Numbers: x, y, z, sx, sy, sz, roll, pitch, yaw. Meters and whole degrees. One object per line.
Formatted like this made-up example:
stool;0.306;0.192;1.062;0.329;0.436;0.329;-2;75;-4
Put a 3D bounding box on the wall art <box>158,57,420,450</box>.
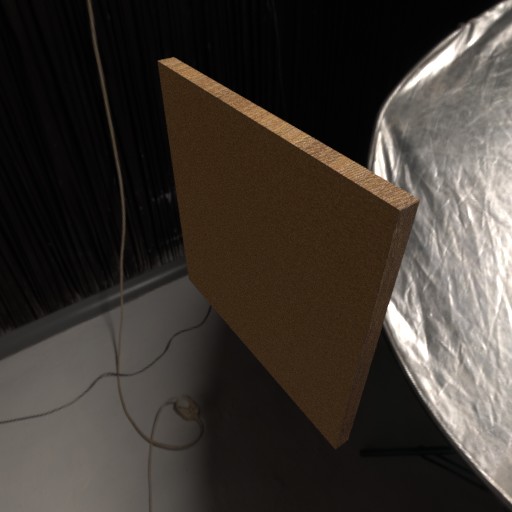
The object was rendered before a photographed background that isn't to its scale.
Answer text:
wall art;0.000;0.000;0.894;0.042;0.608;0.611;-26;49;-26
